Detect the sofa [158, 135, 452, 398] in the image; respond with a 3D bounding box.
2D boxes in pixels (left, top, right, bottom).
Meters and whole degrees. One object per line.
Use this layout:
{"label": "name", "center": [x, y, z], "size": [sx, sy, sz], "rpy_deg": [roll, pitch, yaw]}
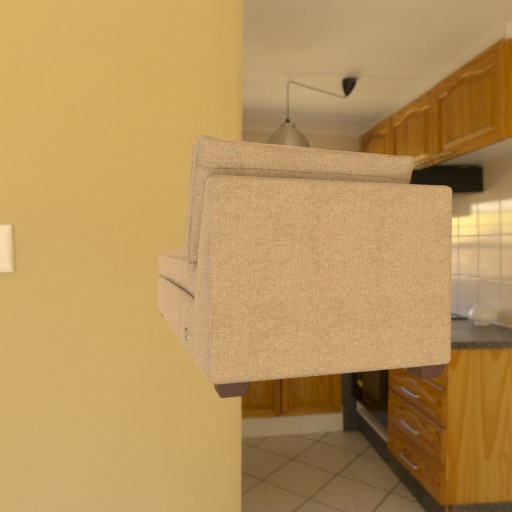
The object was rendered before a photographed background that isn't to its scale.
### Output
{"label": "sofa", "center": [0.000, 0.000, 2.800], "size": [1.110, 1.019, 2.238], "rpy_deg": [0, 1, -17]}
